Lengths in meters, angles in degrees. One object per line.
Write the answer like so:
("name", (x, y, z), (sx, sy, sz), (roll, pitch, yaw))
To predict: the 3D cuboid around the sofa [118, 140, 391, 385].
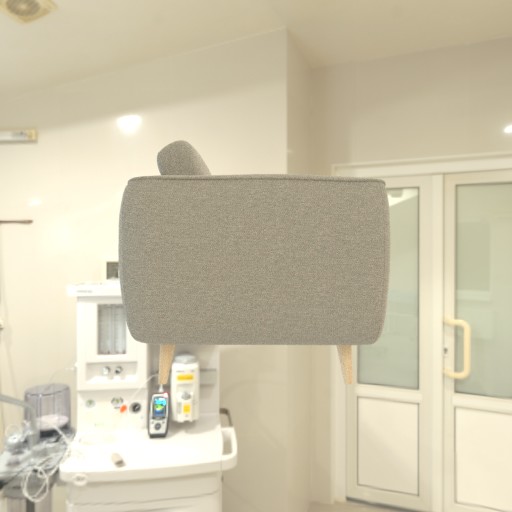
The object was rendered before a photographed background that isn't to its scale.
("sofa", (0.000, 0.000, 2.181), (0.920, 0.850, 1.700), (0, 0, 0))
